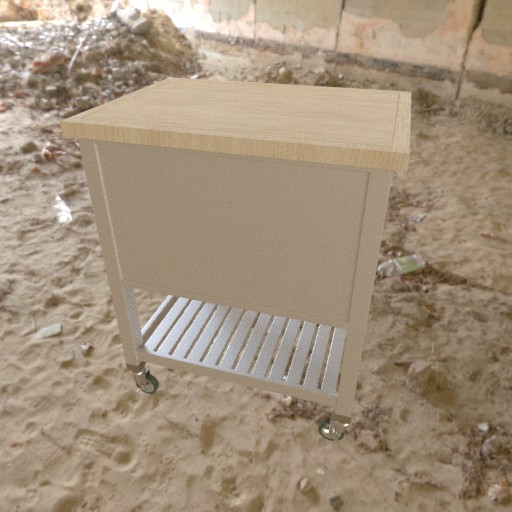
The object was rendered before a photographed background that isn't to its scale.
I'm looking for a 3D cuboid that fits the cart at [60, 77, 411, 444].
[{"bbox_3d":[0.000,0.000,1.379,0.762,0.914,0.559,9,33,14],"label":"cart"}]
